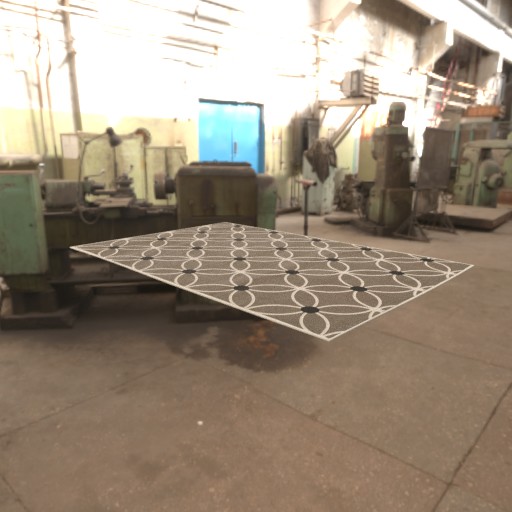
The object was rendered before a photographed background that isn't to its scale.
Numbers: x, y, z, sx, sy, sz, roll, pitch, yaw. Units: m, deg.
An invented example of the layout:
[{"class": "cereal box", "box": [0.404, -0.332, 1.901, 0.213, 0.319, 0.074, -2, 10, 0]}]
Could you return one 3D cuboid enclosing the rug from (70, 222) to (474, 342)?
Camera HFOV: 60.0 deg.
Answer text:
[{"class": "rug", "box": [0.000, 0.000, 2.954, 2.284, 0.008, 1.522, 13, 19, 43]}]
